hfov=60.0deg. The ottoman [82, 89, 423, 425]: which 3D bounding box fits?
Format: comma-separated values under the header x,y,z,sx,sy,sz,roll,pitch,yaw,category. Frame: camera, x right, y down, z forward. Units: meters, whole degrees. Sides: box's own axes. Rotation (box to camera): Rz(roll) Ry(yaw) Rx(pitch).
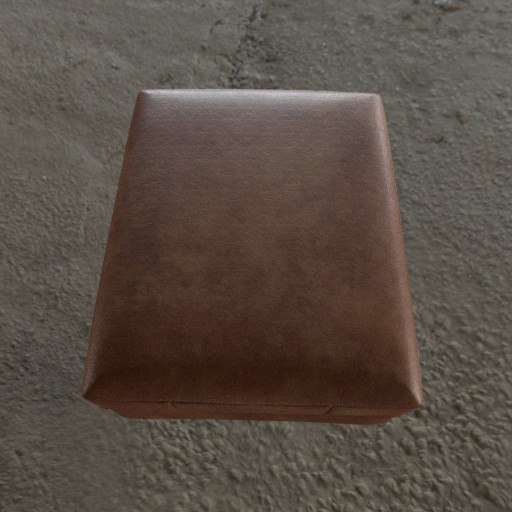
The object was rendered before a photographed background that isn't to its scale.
x,y,z,sx,sy,sz,roll,pitch,yaw,category
0.000,0.000,1.712,0.965,0.667,1.186,1,64,1,ottoman
